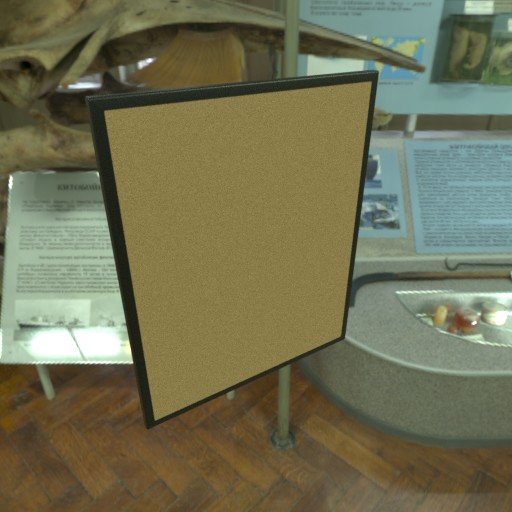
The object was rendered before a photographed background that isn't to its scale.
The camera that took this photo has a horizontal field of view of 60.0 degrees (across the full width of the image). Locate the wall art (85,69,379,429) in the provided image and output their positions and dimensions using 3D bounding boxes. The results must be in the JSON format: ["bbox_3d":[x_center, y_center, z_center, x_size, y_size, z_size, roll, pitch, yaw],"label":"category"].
[{"bbox_3d":[0.000,0.000,0.786,0.481,0.582,0.018,-17,34,-27],"label":"wall art"}]
